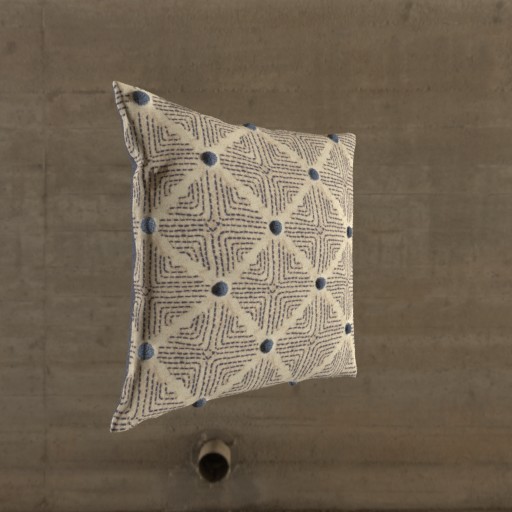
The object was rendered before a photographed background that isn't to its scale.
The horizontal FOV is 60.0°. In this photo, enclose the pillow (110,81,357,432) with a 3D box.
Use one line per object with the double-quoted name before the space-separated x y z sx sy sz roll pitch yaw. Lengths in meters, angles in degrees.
"pillow" 0.000 0.000 0.782 0.510 0.510 0.145 0 0 -35
